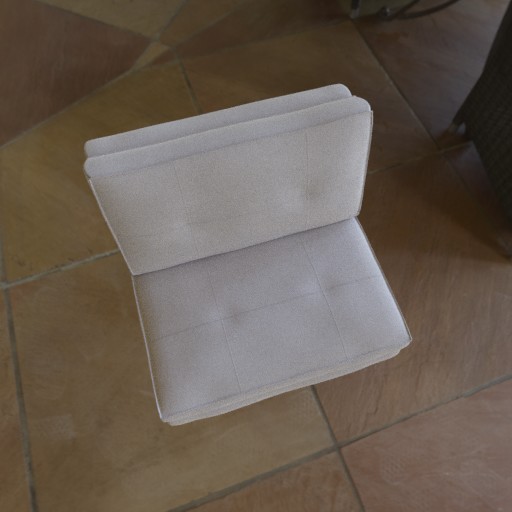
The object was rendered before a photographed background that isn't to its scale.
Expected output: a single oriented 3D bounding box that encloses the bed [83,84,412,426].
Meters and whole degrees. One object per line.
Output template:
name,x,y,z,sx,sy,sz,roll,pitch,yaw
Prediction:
bed,0.000,0.000,1.342,0.799,0.614,0.749,-15,65,-7
